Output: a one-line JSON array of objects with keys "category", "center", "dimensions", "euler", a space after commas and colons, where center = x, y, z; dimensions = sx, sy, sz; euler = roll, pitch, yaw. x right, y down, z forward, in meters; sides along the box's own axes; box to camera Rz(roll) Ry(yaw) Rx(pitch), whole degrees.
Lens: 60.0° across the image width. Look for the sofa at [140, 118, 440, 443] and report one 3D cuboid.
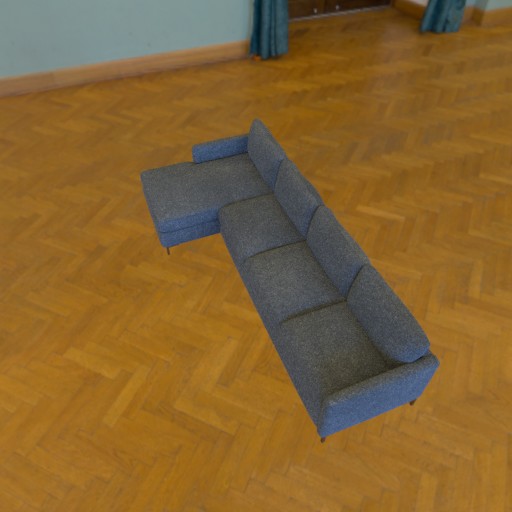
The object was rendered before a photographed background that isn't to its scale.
[{"category": "sofa", "center": [0.000, 0.000, 3.635], "dimensions": [1.350, 0.810, 2.932], "euler": [-16, 50, -15]}]
